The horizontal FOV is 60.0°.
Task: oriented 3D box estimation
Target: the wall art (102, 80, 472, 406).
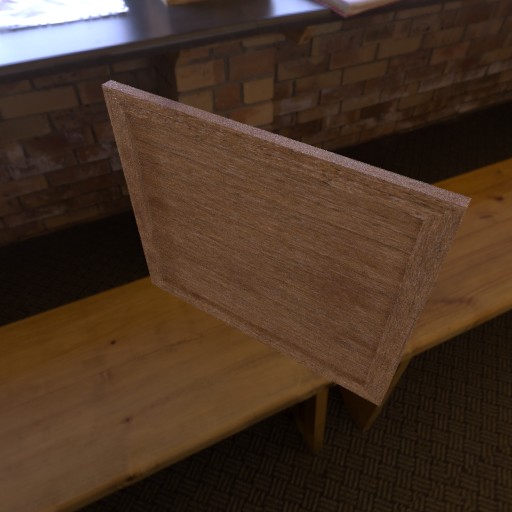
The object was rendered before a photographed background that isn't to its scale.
[{"bbox_3d":[0.000,0.000,0.944,0.690,0.588,0.026,25,51,22],"label":"wall art"}]
